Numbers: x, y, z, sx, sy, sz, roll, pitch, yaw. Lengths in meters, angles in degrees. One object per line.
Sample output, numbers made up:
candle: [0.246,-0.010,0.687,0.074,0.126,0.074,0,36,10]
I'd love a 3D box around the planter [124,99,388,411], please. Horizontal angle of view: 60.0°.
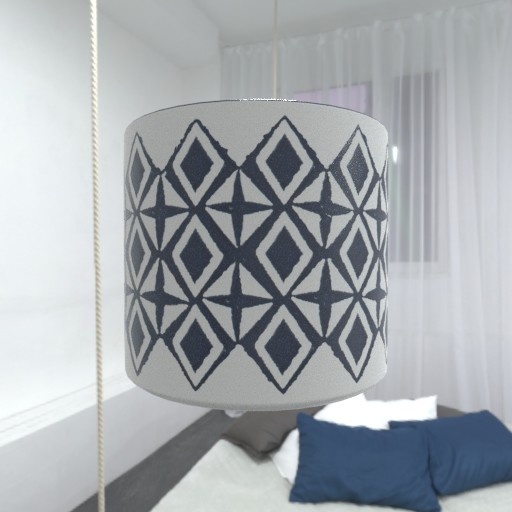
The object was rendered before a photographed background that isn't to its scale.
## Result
planter: [0.000,0.000,0.318,0.182,0.165,0.182,0,1,0]
